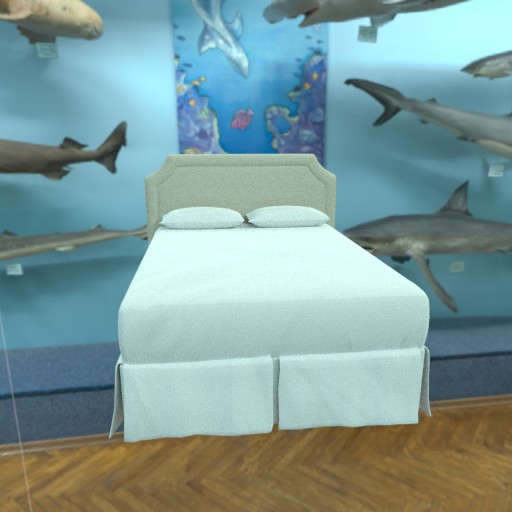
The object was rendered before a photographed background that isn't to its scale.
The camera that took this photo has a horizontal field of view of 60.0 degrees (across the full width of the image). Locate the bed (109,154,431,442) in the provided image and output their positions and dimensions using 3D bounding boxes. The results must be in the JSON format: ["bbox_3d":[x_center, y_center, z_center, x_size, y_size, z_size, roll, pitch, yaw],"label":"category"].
[{"bbox_3d":[0.000,0.000,3.029,1.693,1.290,2.116,-2,15,-7],"label":"bed"}]
